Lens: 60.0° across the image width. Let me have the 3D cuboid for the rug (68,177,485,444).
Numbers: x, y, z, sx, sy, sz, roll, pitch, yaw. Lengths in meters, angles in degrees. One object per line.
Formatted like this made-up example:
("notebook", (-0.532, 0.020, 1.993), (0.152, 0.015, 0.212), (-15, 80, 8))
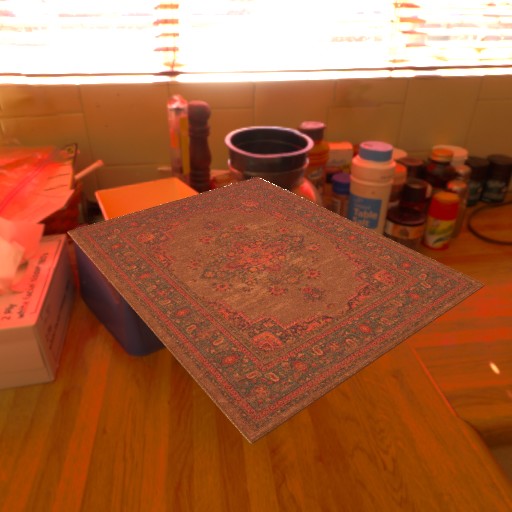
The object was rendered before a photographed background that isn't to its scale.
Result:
("rug", (0.000, 0.000, 4.056), (2.434, 0.013, 3.057), (-22, 38, -32))
